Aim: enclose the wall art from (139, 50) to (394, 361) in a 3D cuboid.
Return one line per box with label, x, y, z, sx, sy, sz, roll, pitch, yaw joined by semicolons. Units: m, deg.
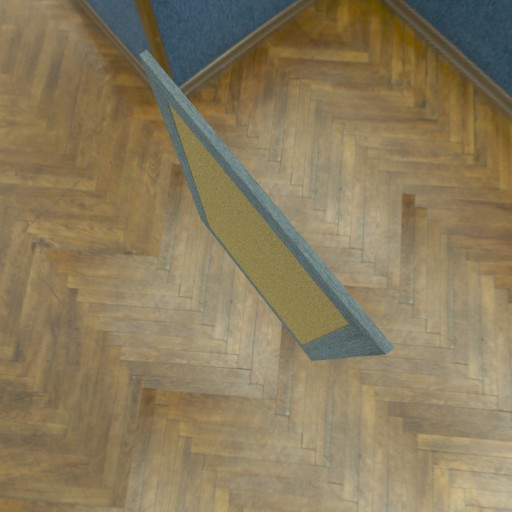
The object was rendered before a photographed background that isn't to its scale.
wall art;0.000;0.000;1.368;0.020;1.070;0.768;-37;79;-8
